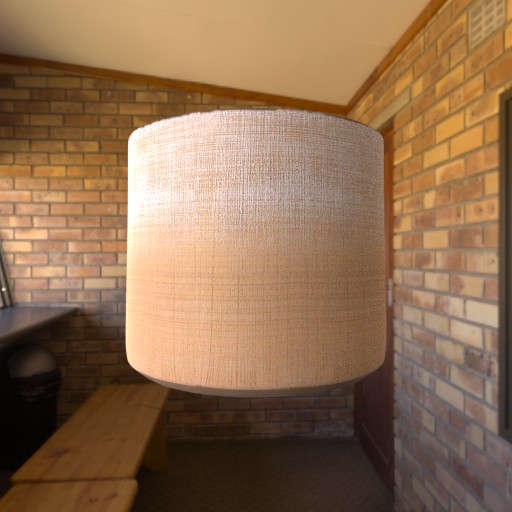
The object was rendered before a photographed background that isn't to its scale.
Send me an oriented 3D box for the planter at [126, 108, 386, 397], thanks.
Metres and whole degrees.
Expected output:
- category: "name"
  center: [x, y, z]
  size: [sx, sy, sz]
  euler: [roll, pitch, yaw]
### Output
- category: "planter"
  center: [0.000, 0.000, 0.450]
  size: [0.254, 0.221, 0.254]
  euler: [0, 0, 0]
